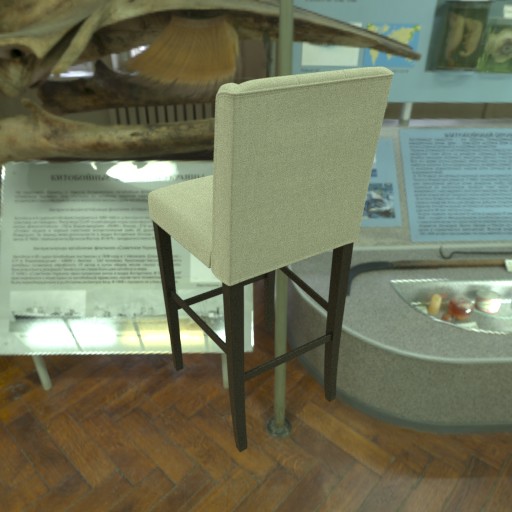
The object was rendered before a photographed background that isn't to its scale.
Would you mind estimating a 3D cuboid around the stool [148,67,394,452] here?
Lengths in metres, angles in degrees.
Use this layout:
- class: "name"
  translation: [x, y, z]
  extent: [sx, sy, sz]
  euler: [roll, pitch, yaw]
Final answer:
- class: "stool"
  translation: [0.000, 0.000, 1.369]
  extent: [0.474, 1.116, 0.509]
  euler: [-18, 35, -28]
